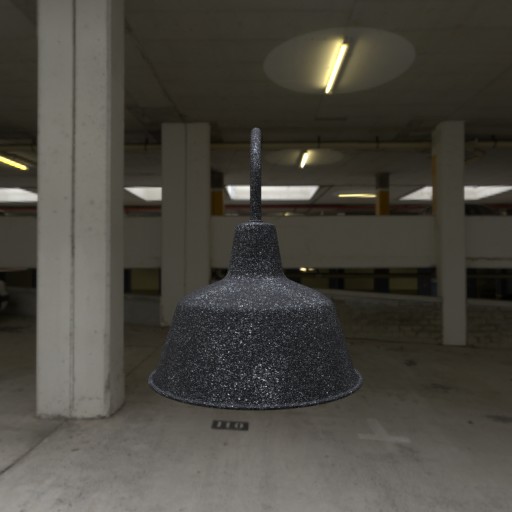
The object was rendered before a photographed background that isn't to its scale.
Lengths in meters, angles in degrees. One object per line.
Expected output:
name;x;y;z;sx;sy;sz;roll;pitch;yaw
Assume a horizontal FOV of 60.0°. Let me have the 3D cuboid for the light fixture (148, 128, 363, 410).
light fixture;0.000;0.000;0.492;0.216;0.300;0.283;0;-1;1
